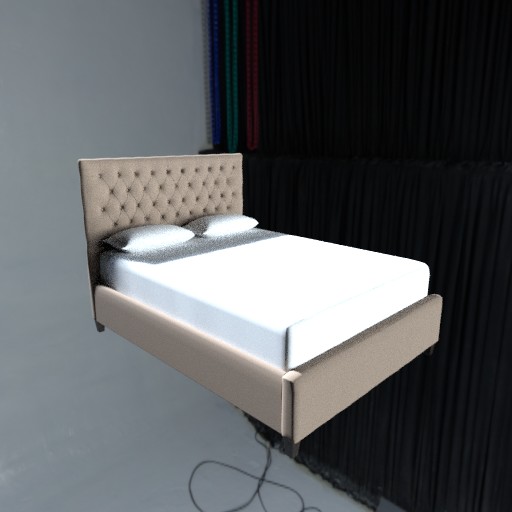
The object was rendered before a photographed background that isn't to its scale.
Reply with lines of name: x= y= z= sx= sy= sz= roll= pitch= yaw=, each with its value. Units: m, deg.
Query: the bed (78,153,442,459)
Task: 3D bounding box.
bed: x=0.000 y=0.000 z=3.376 sx=1.696 sy=1.426 sz=2.233 roll=-14 pitch=21 yaw=-43
